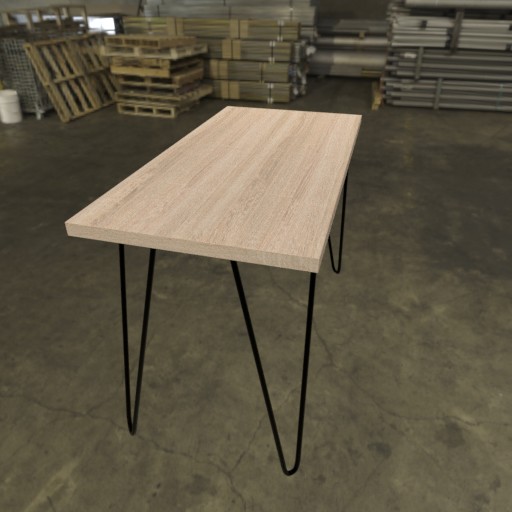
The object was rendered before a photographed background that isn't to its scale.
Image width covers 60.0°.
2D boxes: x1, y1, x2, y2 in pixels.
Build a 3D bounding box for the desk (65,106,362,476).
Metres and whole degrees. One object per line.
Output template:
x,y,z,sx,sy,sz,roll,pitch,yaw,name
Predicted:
0.000,0.000,1.387,0.499,0.660,0.991,8,33,13,desk
